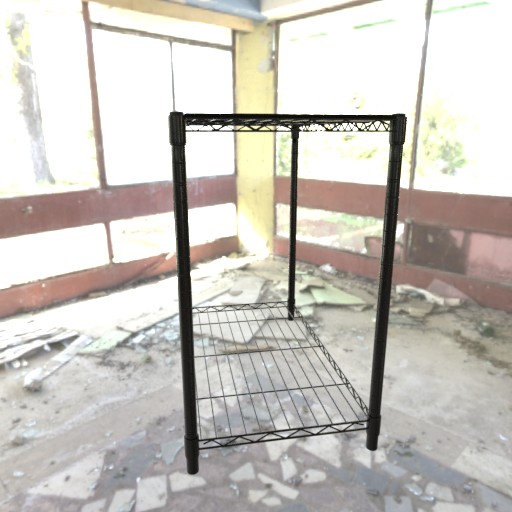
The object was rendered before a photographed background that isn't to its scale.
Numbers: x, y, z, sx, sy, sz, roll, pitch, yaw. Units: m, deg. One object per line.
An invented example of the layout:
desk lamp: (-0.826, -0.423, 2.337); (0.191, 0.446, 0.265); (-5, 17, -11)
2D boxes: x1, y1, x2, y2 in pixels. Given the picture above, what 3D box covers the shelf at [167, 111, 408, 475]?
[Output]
shelf: (0.000, 0.000, 0.950); (0.338, 0.564, 0.589); (-3, 16, -10)
